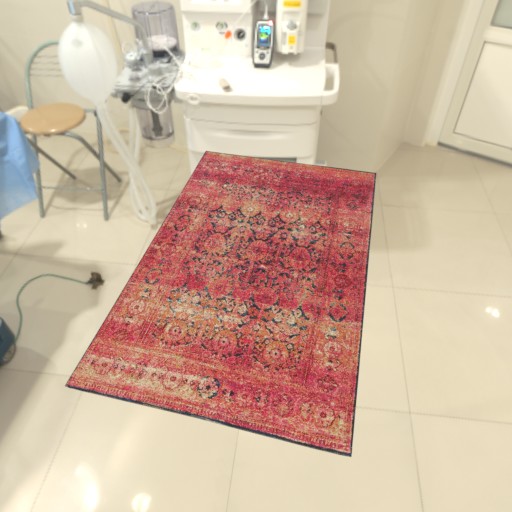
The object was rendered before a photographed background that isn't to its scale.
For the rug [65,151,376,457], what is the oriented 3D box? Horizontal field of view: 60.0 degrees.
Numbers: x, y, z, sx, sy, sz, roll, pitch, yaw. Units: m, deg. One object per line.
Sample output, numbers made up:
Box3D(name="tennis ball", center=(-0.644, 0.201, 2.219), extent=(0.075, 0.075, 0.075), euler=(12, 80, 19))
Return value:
Box3D(name="rug", center=(0.000, 0.000, 3.099), extent=(1.539, 0.018, 2.449), euler=(10, 46, 10))
